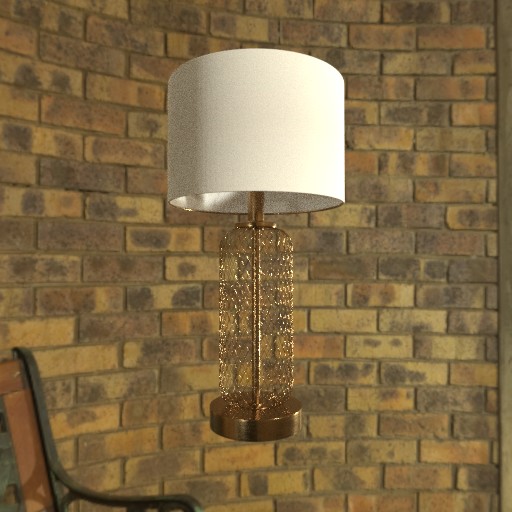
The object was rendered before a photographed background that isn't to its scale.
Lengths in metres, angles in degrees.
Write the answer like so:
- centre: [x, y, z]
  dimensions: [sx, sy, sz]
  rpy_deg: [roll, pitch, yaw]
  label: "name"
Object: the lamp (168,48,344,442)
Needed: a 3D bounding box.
- centre: [0.000, 0.000, 0.642]
  dimensions: [0.252, 0.483, 0.252]
  rpy_deg: [0, -1, -1]
  label: "lamp"
